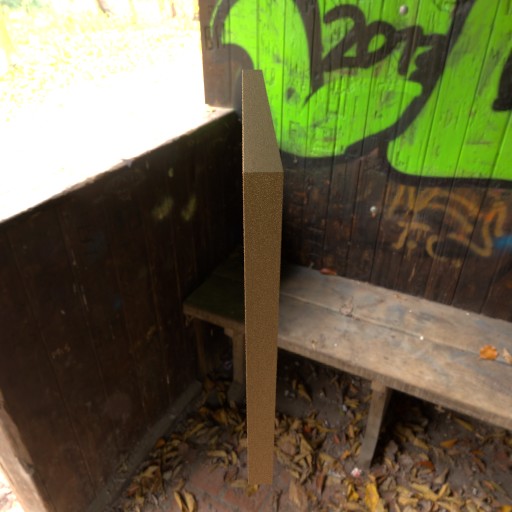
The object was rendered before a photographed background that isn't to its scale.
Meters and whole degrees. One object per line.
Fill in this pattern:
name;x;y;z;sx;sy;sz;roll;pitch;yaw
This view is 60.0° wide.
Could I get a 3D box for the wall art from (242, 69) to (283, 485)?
wall art;0.000;0.000;0.759;0.037;0.509;0.510;-1;33;-1
